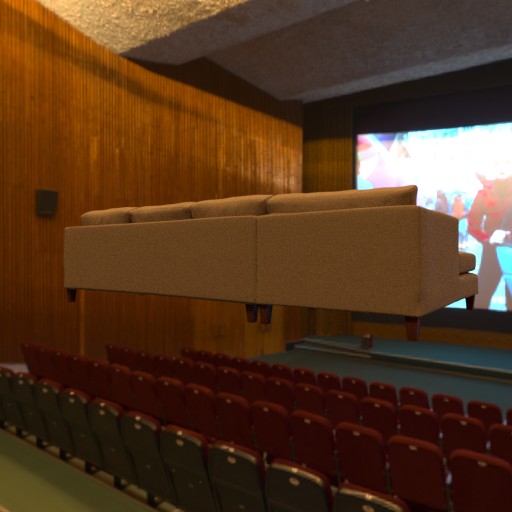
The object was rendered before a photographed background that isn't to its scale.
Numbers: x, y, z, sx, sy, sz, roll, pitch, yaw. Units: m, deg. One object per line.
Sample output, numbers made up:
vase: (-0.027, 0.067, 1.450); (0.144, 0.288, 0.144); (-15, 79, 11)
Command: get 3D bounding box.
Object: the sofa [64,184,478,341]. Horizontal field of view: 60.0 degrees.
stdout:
sofa: (0.000, 0.000, 3.783); (3.186, 0.846, 1.625); (0, 0, 36)
